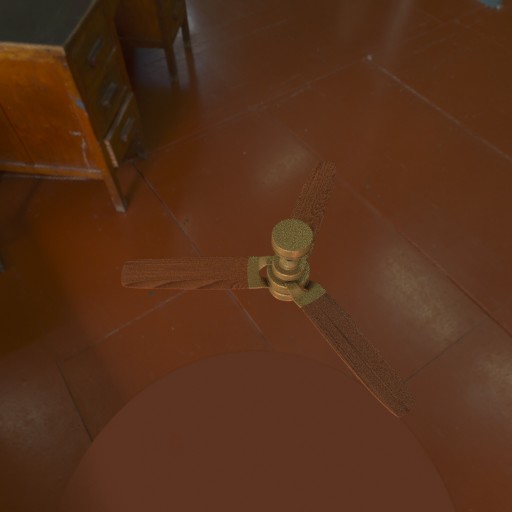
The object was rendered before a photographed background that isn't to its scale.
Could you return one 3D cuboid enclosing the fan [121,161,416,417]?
[{"bbox_3d":[0.000,0.000,2.055,1.271,0.425,1.416,0,56,0],"label":"fan"}]
